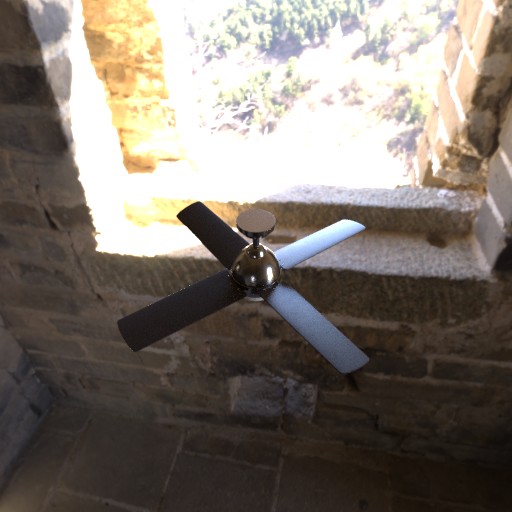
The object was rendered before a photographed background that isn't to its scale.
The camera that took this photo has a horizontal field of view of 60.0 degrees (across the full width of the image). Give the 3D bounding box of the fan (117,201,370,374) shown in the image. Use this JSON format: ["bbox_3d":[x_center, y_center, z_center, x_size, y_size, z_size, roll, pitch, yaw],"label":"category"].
[{"bbox_3d":[0.000,0.000,2.027,1.332,0.403,1.332,-25,47,-26],"label":"fan"}]
